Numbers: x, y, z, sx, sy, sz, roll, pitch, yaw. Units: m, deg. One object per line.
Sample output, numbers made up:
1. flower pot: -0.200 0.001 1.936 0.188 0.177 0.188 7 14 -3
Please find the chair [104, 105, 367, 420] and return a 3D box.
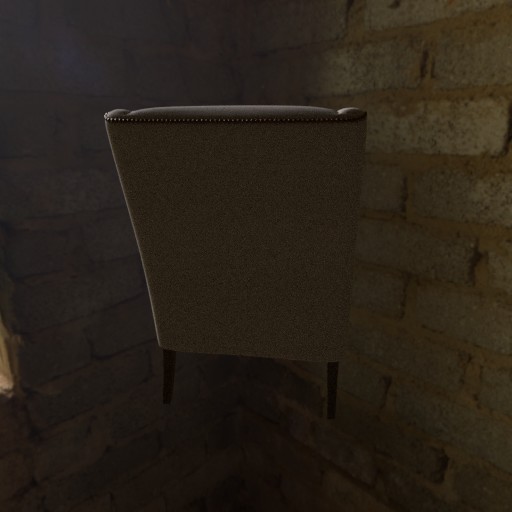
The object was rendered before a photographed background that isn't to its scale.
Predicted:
1. chair: 0.000 0.000 1.659 0.737 1.029 0.940 2 16 8
